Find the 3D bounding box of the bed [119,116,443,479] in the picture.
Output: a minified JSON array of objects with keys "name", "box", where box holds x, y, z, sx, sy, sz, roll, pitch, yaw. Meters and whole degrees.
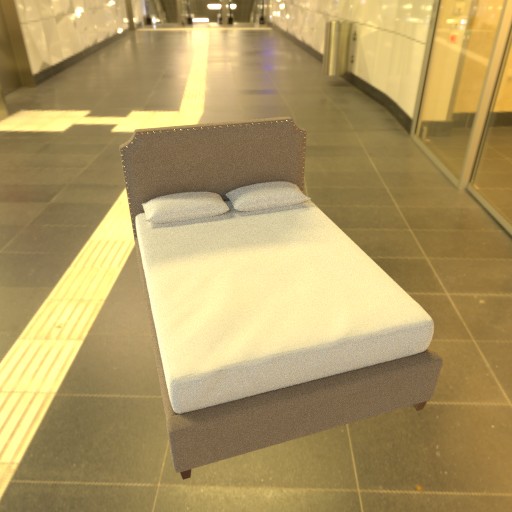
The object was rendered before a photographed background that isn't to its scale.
[{"name":"bed","box":[0.000,0.000,3.326,1.703,1.415,2.329,-10,33,-15]}]
